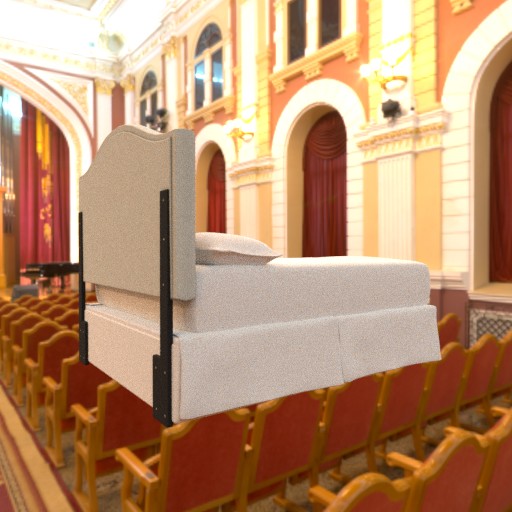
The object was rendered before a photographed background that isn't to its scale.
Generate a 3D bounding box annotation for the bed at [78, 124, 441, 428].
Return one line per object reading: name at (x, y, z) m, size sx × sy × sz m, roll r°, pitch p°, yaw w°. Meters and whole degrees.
bed at (0.000, 0.000, 3.372) m, size 2.180 × 1.607 × 1.813 m, roll 0°, pitch 1°, yaw -36°
